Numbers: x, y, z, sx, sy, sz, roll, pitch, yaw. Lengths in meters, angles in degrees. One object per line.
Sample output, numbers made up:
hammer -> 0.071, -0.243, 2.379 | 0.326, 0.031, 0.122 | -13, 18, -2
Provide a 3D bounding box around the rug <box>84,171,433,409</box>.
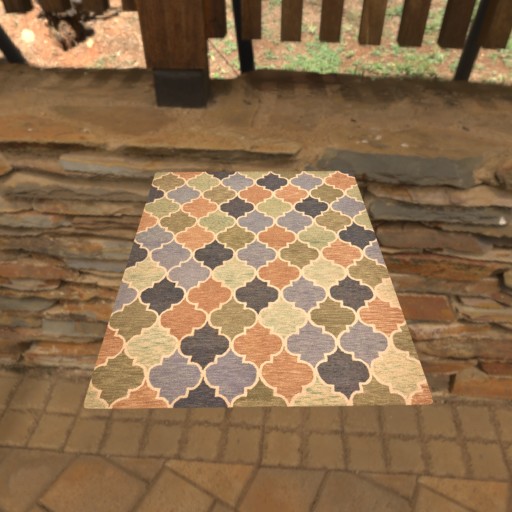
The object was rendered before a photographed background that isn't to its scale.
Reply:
rug -> 0.000, 0.000, 4.281 | 2.439, 0.013, 3.200 | -1, 41, -1
